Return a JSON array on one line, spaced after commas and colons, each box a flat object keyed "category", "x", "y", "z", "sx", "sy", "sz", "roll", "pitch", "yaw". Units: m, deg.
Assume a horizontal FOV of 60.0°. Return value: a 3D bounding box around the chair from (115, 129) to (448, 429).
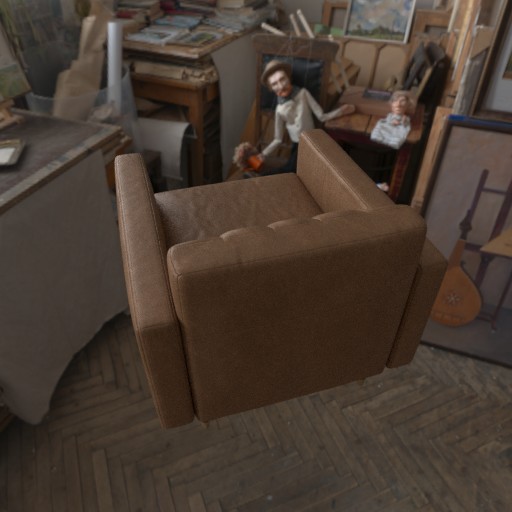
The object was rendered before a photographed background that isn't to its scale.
[{"category": "chair", "x": 0.000, "y": 0.000, "z": 1.685, "sx": 0.953, "sy": 0.819, "sz": 0.998, "roll": -11, "pitch": 42, "yaw": -13}]
